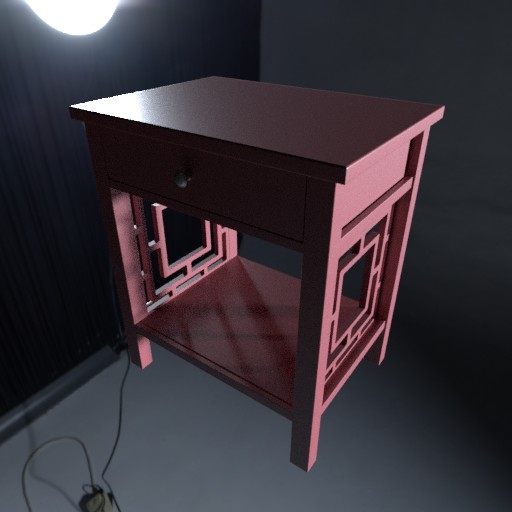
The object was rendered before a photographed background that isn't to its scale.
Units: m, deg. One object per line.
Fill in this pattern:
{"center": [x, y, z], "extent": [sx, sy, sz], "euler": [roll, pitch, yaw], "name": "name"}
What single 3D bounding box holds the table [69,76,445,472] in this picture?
{"center": [0.000, 0.000, 1.048], "extent": [0.599, 0.686, 0.451], "euler": [20, 36, 30], "name": "table"}
